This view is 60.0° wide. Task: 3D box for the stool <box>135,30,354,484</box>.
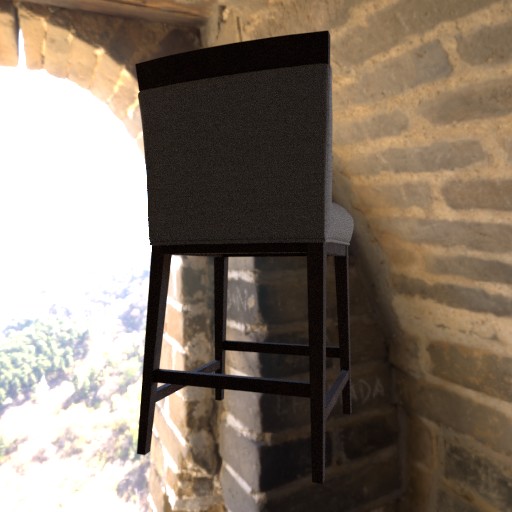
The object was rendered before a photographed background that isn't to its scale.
[{"bbox_3d":[0.000,0.000,1.287,0.512,1.009,0.531,0,-1,19],"label":"stool"}]
